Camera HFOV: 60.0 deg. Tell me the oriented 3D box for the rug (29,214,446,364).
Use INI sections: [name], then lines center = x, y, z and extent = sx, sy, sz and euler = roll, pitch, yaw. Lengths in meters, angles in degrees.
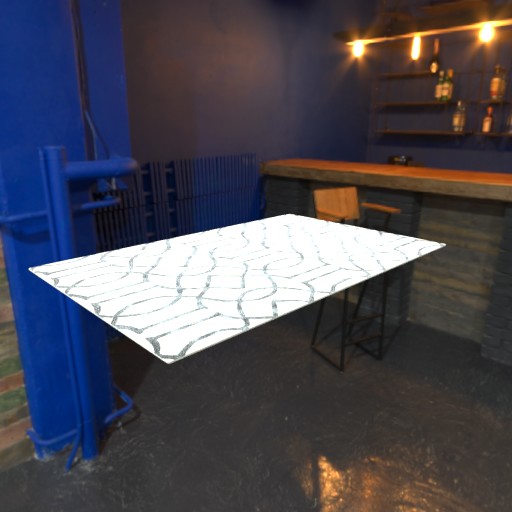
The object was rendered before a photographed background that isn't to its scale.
[rug]
center = 0.000, 0.000, 2.945
extent = 2.365, 0.017, 1.521
euler = -16, 23, -42
